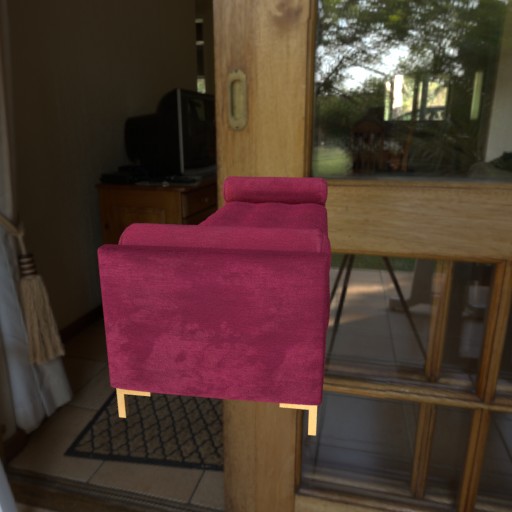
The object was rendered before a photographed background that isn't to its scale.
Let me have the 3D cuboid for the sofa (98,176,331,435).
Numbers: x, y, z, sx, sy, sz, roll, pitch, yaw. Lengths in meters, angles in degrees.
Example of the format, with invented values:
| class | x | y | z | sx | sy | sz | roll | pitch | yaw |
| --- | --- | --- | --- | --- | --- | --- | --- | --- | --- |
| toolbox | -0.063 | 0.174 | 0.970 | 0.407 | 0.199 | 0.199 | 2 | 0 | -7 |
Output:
| class | x | y | z | sx | sy | sz | roll | pitch | yaw |
| --- | --- | --- | --- | --- | --- | --- | --- | --- | --- |
| sofa | 0.000 | 0.000 | 2.489 | 0.796 | 0.705 | 2.102 | 2 | 16 | 8 |
